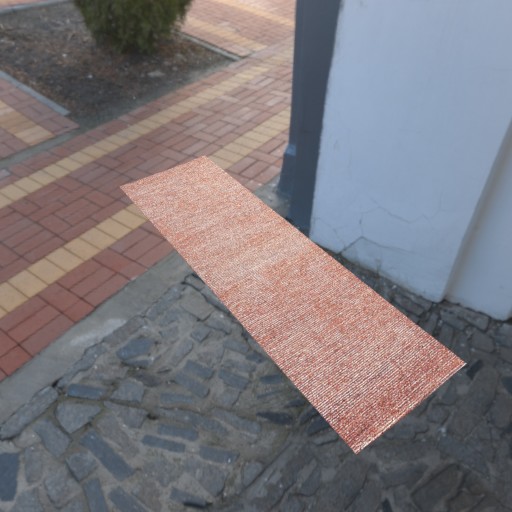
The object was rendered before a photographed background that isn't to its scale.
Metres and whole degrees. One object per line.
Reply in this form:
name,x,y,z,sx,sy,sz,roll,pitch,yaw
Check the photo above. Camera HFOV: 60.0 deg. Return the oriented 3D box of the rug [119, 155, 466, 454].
rug,0.000,0.000,2.599,0.718,0.013,2.353,-26,48,-26
